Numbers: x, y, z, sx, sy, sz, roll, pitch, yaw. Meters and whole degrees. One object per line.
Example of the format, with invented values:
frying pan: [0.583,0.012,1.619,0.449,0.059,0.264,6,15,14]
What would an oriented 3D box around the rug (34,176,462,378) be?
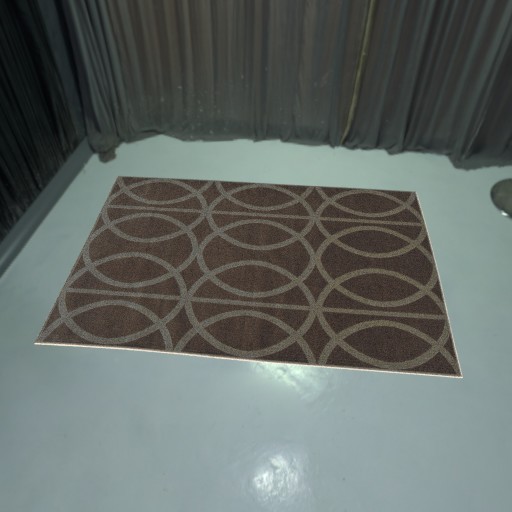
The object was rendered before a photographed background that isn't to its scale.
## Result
rug: [0.000,0.000,2.859,2.290,0.014,1.526,4,47,3]
